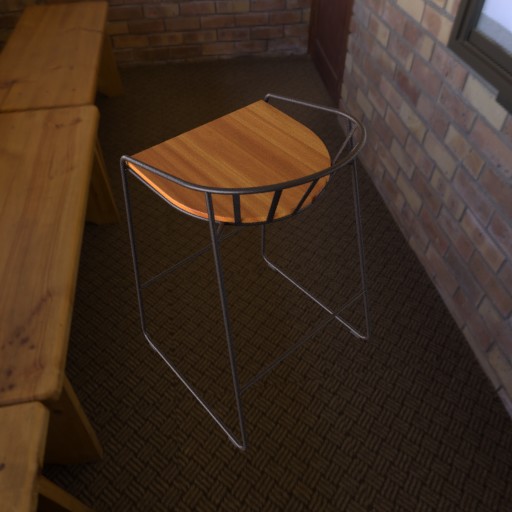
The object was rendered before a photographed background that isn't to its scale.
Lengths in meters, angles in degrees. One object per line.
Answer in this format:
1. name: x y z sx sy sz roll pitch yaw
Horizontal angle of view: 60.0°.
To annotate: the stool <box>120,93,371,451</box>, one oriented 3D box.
1. stool: 0.000 0.000 1.181 0.546 0.812 0.521 -33 55 -27
